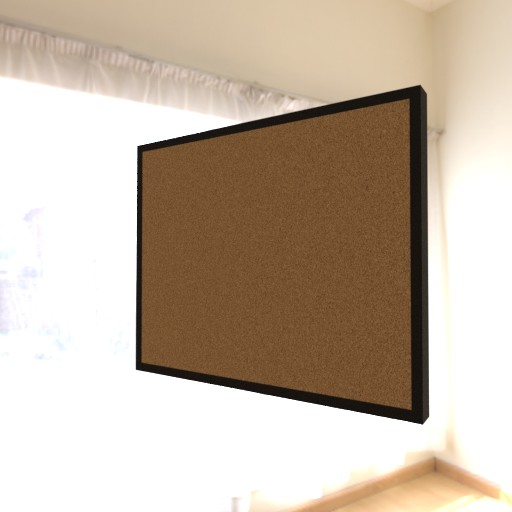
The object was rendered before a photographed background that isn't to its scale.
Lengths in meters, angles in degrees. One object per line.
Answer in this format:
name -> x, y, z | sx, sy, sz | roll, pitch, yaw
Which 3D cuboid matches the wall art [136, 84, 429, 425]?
wall art -> 0.000, 0.000, 0.544 | 0.397, 0.325, 0.028 | -1, -1, 33
